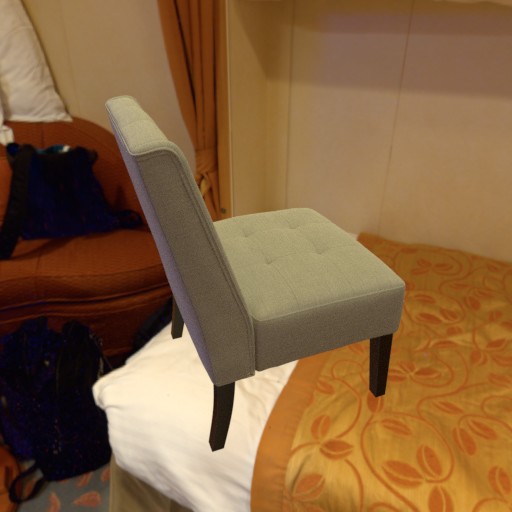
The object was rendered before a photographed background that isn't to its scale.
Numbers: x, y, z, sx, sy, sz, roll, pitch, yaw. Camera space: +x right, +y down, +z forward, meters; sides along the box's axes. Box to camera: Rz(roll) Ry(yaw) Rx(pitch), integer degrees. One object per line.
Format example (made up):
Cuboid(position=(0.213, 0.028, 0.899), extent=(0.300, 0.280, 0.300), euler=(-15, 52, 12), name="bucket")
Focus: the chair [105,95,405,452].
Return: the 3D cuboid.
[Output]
Cuboid(position=(0.000, 0.000, 1.289), extent=(0.676, 0.853, 0.569), euler=(-11, 30, -19), name="chair")
